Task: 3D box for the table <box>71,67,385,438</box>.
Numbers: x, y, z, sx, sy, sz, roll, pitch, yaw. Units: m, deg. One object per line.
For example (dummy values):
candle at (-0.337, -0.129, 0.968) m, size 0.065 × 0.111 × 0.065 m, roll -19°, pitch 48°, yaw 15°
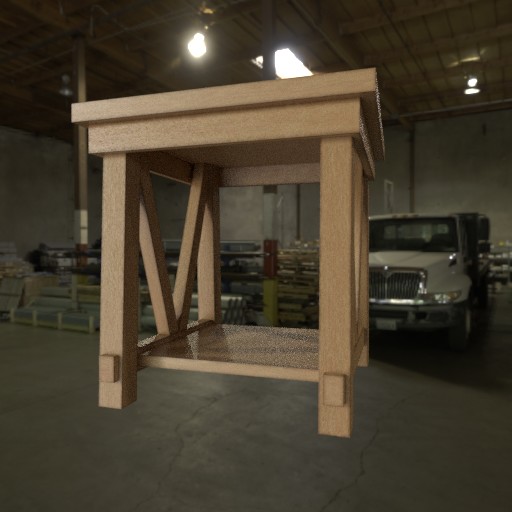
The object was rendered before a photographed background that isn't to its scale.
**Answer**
table at (0.000, 0.000, 1.124) m, size 0.610 × 0.638 × 0.612 m, roll 0°, pitch 1°, yaw 18°
